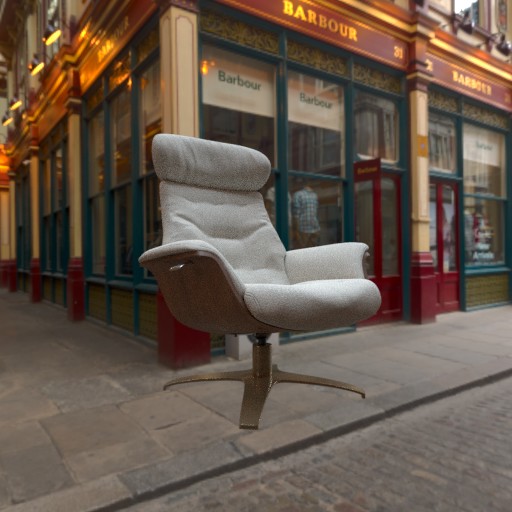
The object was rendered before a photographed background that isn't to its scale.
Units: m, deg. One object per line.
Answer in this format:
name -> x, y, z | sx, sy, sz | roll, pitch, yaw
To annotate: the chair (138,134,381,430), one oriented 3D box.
chair -> 0.000, 0.000, 1.635 | 0.785, 0.995, 0.837 | 0, 0, -37
